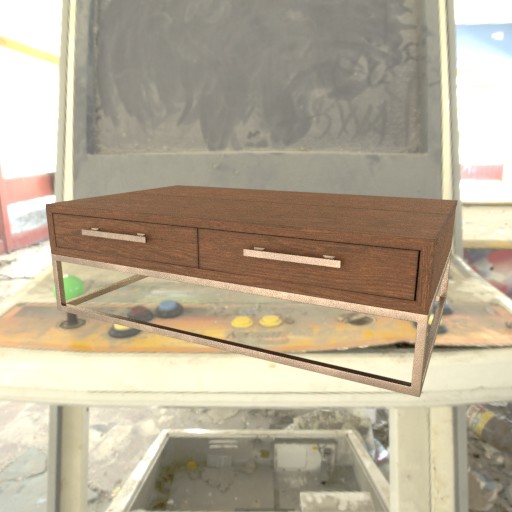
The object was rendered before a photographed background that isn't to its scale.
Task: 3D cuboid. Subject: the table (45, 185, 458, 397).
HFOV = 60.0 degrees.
[{"bbox_3d":[0.000,0.000,1.492,1.167,0.361,0.719,7,16,26],"label":"table"}]
